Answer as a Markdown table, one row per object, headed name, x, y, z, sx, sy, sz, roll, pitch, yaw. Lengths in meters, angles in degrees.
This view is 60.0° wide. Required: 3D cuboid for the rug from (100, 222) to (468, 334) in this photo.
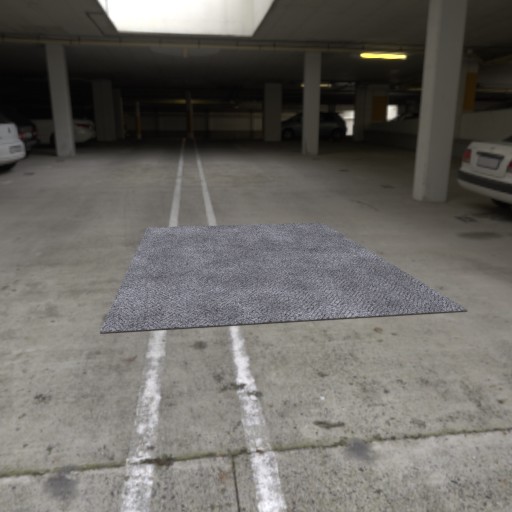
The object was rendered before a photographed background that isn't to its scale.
| name | x | y | z | sx | sy | sz | roll | pitch | yaw |
| --- | --- | --- | --- | --- | --- | --- | --- | --- | --- |
| rug | 0.000 | 0.000 | 2.951 | 1.600 | 0.008 | 2.235 | -2 | 15 | -8 |
